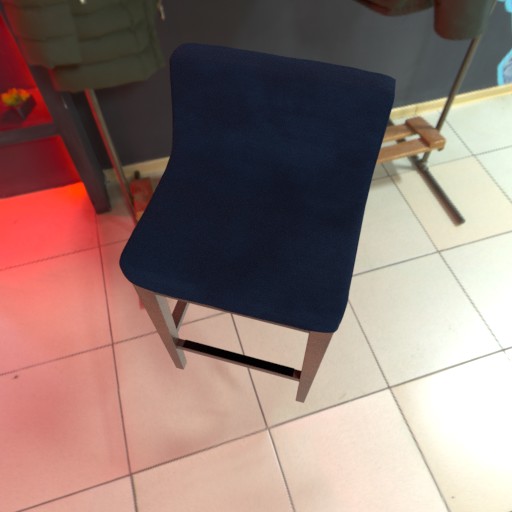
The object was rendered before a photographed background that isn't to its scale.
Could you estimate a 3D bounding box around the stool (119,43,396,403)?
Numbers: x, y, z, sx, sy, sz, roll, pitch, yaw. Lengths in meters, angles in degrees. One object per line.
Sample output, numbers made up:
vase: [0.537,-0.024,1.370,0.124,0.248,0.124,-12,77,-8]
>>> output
stool: [0.000,0.000,1.253,0.511,0.945,0.516,13,58,8]
